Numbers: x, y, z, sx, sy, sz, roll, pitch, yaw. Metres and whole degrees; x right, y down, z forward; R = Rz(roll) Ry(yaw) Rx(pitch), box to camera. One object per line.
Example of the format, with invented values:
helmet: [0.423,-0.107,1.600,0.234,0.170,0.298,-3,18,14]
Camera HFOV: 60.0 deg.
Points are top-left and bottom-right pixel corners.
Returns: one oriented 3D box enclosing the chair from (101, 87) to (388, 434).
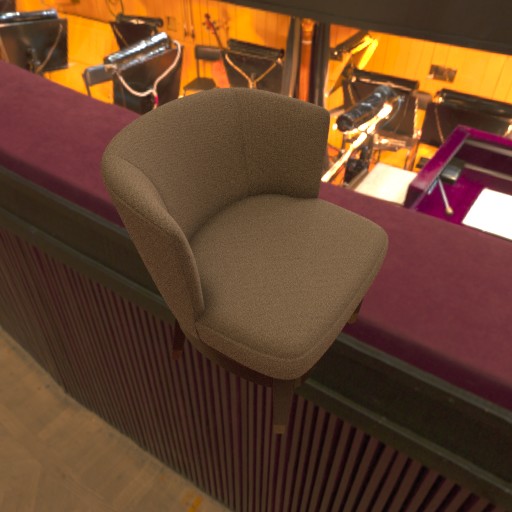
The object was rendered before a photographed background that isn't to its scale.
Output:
chair: [0.000,0.000,1.314,0.660,0.760,0.700,24,47,24]
